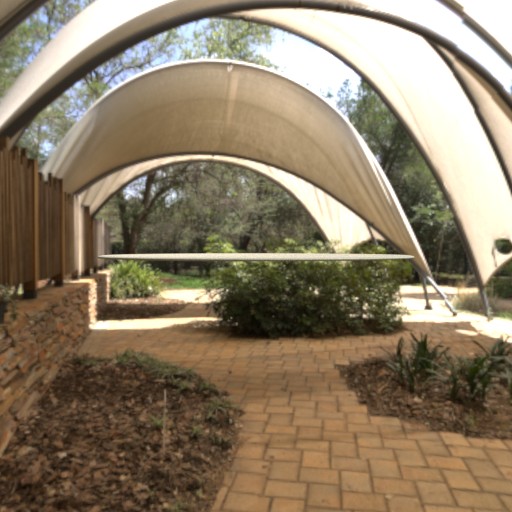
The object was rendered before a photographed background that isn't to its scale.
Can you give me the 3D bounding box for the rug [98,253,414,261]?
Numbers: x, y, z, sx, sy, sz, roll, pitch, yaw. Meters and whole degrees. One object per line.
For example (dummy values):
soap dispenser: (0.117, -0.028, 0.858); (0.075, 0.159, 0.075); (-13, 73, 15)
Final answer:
rug: (0.000, 0.000, 2.364); (1.593, 0.012, 1.593); (0, 1, 0)
